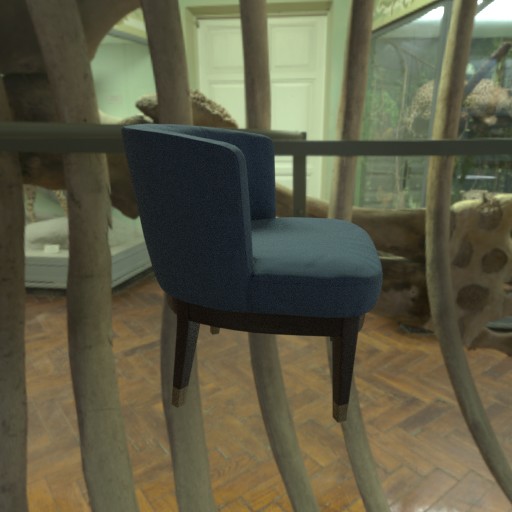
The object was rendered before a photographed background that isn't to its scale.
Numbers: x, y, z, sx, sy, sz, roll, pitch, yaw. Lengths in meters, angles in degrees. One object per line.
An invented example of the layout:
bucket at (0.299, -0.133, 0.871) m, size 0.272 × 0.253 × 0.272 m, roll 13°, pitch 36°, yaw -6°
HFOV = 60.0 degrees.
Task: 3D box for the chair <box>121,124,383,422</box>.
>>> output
chair at (0.000, 0.000, 1.331) m, size 0.702 × 0.760 × 0.661 m, roll 2°, pitch 17°, yaw 8°
